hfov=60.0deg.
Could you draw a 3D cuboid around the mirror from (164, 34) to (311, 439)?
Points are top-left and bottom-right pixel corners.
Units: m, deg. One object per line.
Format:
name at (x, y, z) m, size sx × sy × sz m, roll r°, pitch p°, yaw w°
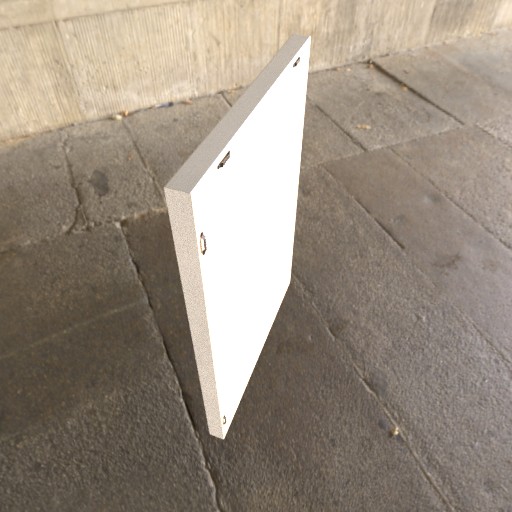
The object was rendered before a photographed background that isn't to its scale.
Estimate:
mirror at (0.000, 0.000, 0.929) m, size 0.040 × 0.710 × 0.507 m, roll 15°, pitch 48°, yaw 14°
